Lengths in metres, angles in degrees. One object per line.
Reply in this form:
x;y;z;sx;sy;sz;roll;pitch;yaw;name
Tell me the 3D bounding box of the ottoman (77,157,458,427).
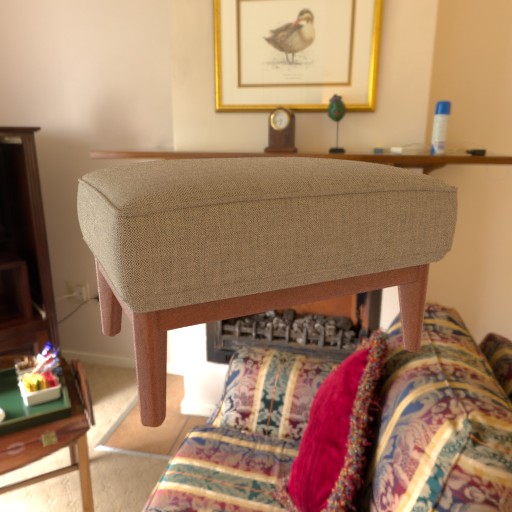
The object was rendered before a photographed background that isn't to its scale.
0.000;0.000;1.074;0.750;0.458;0.555;-7;17;-26;ottoman
